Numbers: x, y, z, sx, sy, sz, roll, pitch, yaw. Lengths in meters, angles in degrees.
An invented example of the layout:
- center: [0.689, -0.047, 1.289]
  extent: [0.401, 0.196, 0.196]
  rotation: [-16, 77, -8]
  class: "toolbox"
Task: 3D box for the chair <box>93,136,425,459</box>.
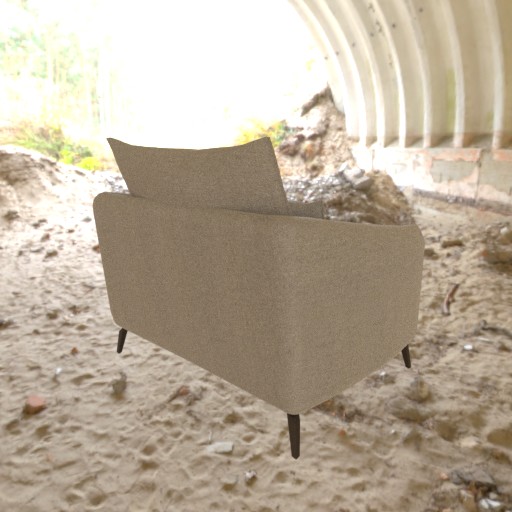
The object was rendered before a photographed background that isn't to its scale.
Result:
- center: [0.000, 0.000, 1.654]
  extent: [1.029, 0.856, 0.801]
  rotation: [13, 19, 42]
  class: "chair"
